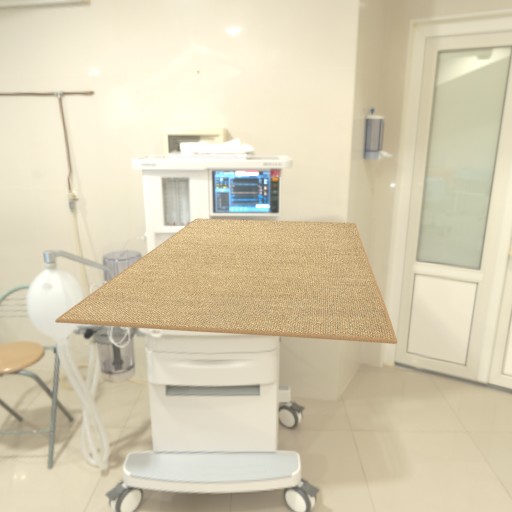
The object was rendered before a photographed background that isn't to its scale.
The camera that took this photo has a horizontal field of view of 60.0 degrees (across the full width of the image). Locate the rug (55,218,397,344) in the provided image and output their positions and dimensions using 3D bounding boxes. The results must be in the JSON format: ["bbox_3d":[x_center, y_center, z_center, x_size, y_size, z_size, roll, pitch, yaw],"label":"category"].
[{"bbox_3d":[0.000,0.000,2.127,1.061,0.012,1.668,2,16,8],"label":"rug"}]
